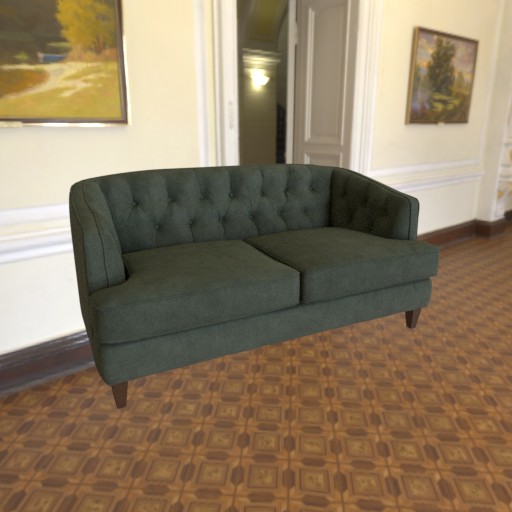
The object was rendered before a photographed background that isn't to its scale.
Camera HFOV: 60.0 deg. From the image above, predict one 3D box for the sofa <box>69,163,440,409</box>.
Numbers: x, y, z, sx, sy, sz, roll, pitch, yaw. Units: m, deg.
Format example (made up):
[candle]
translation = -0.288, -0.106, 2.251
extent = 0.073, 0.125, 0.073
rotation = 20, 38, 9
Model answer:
[sofa]
translation = 0.000, 0.000, 2.307
extent = 1.733, 0.855, 0.941
rotation = -8, 19, -26
